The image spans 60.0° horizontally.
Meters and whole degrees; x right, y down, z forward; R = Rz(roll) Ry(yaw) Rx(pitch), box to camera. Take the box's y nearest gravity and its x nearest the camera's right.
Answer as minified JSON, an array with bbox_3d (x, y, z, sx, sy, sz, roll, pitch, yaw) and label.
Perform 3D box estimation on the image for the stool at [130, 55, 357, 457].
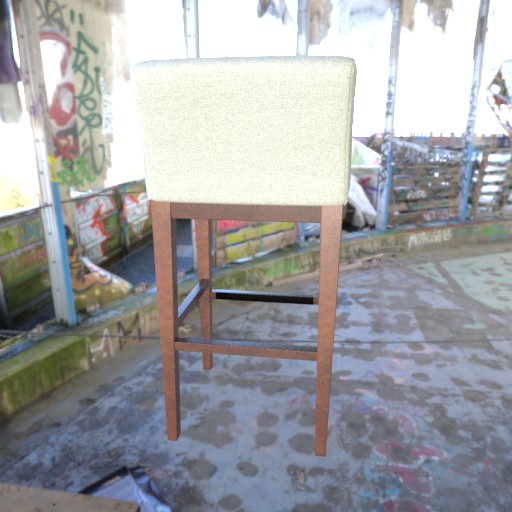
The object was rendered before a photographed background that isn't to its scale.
[{"bbox_3d":[0.000,0.000,1.315,0.511,1.037,0.500,2,16,8],"label":"stool"}]
